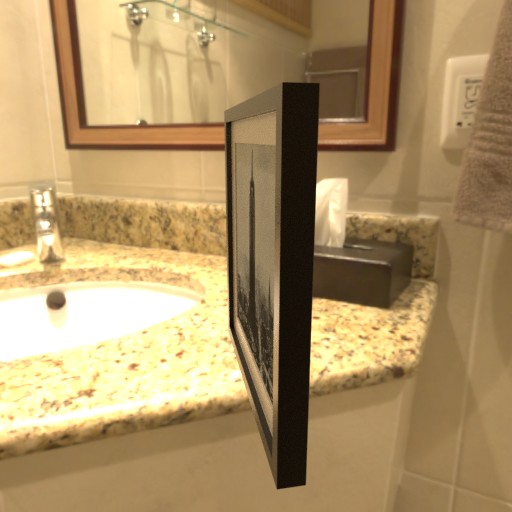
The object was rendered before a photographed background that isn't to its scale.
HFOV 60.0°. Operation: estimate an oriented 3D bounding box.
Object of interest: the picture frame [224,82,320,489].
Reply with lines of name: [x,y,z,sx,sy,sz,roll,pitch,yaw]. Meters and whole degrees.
picture frame: [0.000,0.000,0.536,0.029,0.353,0.355,-3,15,-10]
